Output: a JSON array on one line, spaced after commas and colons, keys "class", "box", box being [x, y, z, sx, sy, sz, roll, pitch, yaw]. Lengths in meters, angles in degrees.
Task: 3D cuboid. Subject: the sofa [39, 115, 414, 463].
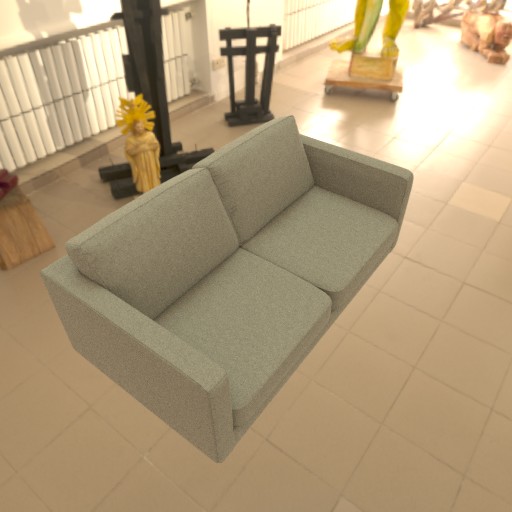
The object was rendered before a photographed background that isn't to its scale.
[{"class": "sofa", "box": [0.000, 0.000, 2.332, 1.000, 0.900, 1.731, 27, 48, 27]}]
